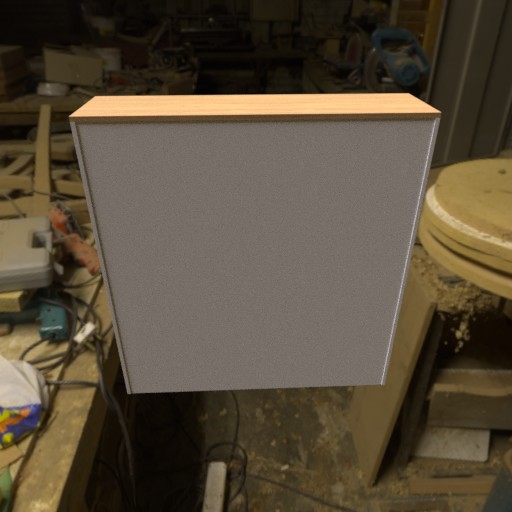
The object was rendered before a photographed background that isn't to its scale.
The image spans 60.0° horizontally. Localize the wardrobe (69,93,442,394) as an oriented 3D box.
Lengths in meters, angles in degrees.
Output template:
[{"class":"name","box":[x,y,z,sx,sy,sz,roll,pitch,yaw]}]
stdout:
[{"class":"wardrobe","box":[0.000,0.000,3.398,2.160,2.260,0.590,-1,31,-2]}]
